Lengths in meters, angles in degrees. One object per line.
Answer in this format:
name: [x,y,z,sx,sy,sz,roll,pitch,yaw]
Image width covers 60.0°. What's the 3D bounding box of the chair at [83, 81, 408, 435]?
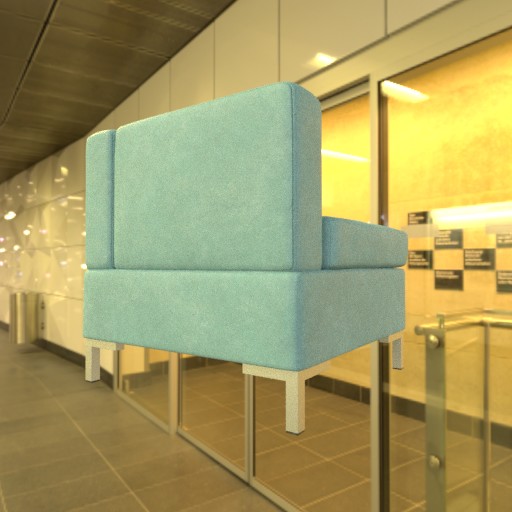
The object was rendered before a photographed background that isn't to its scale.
chair: [0.000,0.000,1.247,0.680,0.660,0.680,-1,-1,35]
